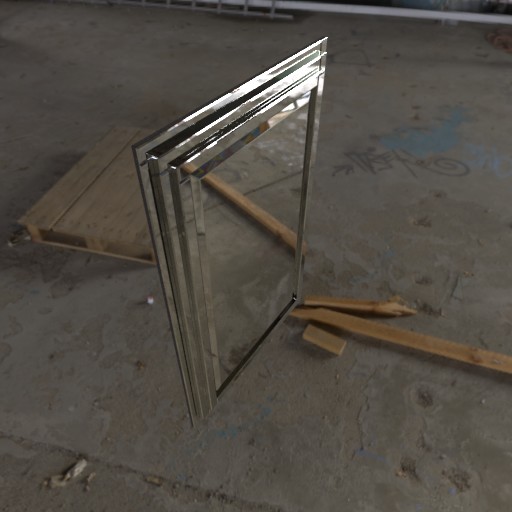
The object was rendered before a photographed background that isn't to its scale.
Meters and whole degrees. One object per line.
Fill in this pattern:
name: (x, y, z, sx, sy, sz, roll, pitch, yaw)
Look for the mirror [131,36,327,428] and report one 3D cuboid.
mirror: (0.000, 0.000, 1.156, 0.039, 0.914, 0.613, 25, 49, 24)
